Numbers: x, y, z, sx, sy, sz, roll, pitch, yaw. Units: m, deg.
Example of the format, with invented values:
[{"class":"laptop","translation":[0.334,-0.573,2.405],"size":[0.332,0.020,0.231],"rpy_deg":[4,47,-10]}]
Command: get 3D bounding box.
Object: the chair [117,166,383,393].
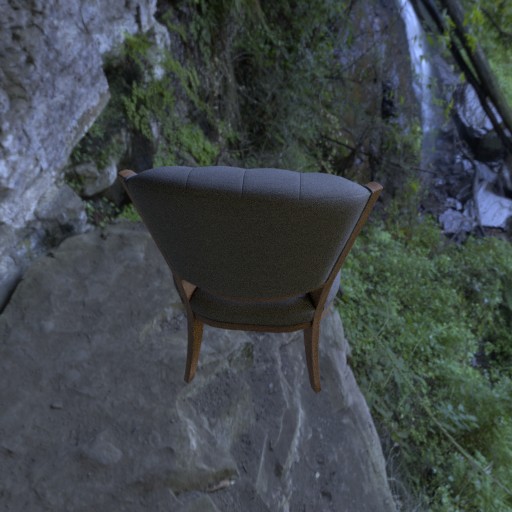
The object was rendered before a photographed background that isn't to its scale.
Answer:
[{"class":"chair","translation":[0.000,0.000,1.254],"size":[0.513,0.905,0.584],"rpy_deg":[3,46,3]}]
